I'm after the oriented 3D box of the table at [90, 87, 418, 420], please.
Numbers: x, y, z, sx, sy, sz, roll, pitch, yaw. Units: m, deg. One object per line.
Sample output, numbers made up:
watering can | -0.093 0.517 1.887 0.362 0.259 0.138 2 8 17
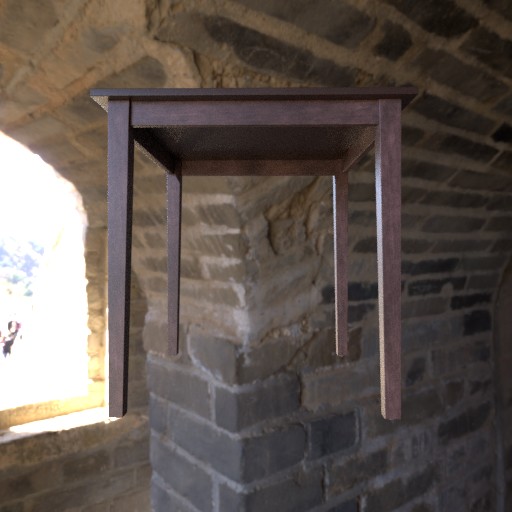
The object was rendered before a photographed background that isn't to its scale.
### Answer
table | 0.000 0.000 1.386 0.749 0.770 0.749 0 0 1
